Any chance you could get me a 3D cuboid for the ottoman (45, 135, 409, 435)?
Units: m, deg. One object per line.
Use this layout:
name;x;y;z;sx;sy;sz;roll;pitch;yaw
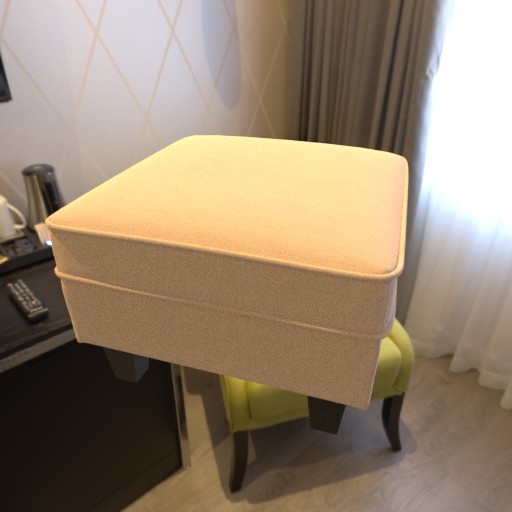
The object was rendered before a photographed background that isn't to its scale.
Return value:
ottoman;0.000;0.000;1.019;0.616;0.438;0.613;9;31;15
